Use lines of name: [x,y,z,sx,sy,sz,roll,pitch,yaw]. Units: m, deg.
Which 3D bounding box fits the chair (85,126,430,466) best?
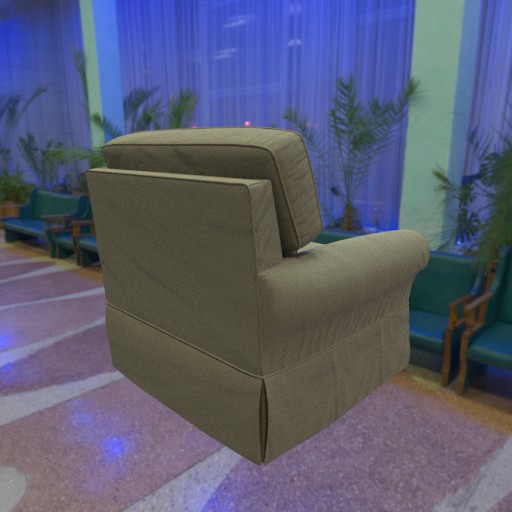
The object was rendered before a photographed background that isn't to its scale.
chair: [0.000,0.000,1.855,1.135,1.017,0.988,14,19,43]
